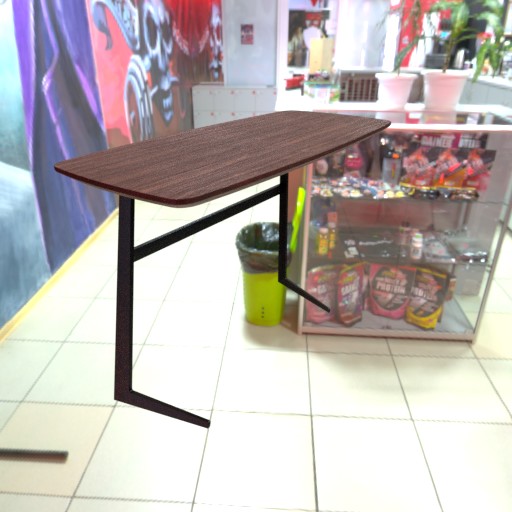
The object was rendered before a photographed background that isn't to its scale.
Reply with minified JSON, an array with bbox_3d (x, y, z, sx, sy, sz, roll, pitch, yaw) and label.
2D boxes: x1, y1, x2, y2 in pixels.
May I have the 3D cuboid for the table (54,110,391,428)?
[{"bbox_3d":[0.000,0.000,1.096,0.361,0.576,0.804,18,32,32],"label":"table"}]
